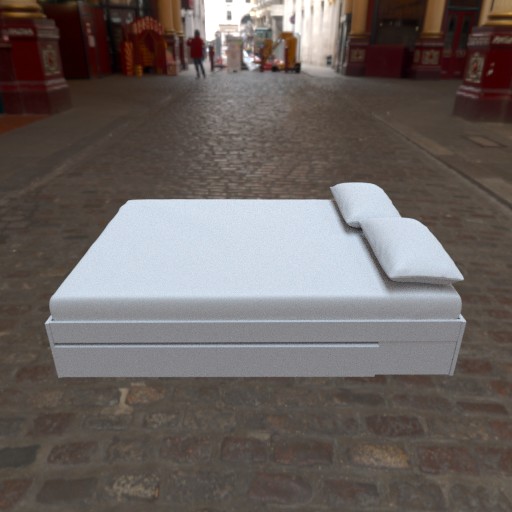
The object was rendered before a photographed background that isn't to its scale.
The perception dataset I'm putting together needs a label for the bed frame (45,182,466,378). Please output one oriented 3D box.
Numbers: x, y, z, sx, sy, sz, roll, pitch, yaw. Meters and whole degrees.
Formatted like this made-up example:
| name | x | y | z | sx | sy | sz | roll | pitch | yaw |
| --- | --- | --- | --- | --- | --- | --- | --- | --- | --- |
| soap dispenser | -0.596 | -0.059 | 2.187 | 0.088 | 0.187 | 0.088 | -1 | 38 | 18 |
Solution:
| name | x | y | z | sx | sy | sz | roll | pitch | yaw |
| --- | --- | --- | --- | --- | --- | --- | --- | --- | --- |
| bed frame | 0.000 | 0.000 | 2.695 | 1.950 | 0.629 | 1.450 | 0 | 26 | 0 |
